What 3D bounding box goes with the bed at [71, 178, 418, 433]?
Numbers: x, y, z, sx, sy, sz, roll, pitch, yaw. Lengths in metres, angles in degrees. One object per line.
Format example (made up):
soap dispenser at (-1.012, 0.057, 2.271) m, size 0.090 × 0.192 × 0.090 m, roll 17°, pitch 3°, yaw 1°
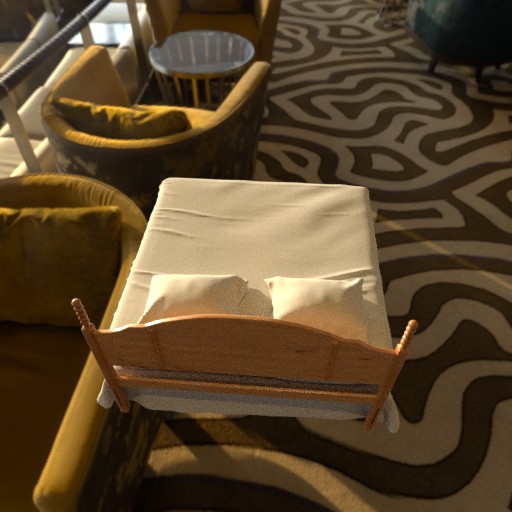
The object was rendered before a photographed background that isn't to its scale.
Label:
bed at (0.000, 0.000, 3.643) m, size 2.322 × 1.355 × 2.219 m, roll 3°, pitch 46°, yaw 3°
